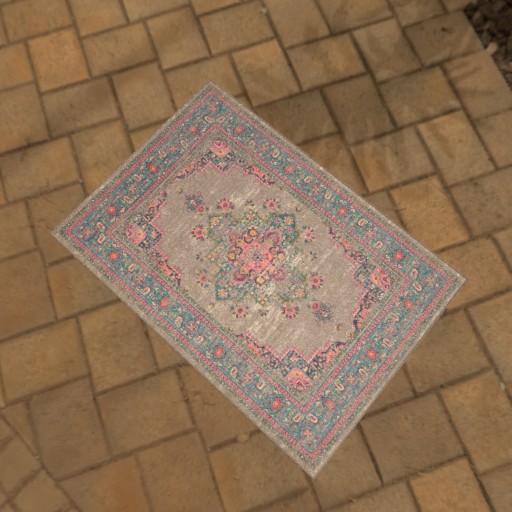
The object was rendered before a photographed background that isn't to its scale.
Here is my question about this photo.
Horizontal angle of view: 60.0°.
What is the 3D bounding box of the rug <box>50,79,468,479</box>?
[{"bbox_3d":[0.000,0.000,3.696,2.890,0.013,2.005,40,79,10],"label":"rug"}]
